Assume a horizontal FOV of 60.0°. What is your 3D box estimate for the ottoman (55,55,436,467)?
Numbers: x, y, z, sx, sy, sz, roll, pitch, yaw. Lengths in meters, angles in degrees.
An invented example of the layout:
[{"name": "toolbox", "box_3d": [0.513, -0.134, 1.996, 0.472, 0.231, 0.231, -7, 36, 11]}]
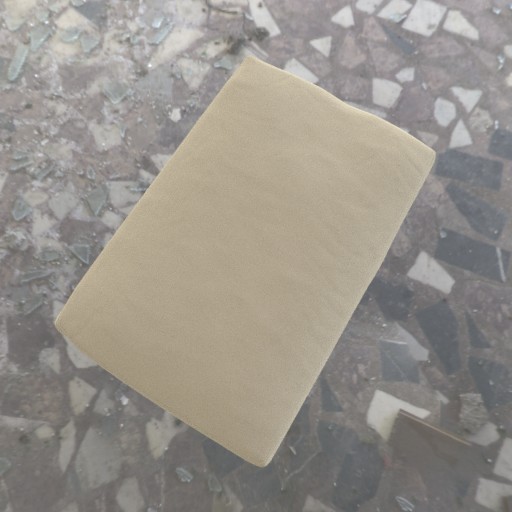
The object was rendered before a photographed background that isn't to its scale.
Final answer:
[{"name": "ottoman", "box_3d": [0.000, 0.000, 1.189, 0.590, 0.444, 0.872, 30, 76, 8]}]
